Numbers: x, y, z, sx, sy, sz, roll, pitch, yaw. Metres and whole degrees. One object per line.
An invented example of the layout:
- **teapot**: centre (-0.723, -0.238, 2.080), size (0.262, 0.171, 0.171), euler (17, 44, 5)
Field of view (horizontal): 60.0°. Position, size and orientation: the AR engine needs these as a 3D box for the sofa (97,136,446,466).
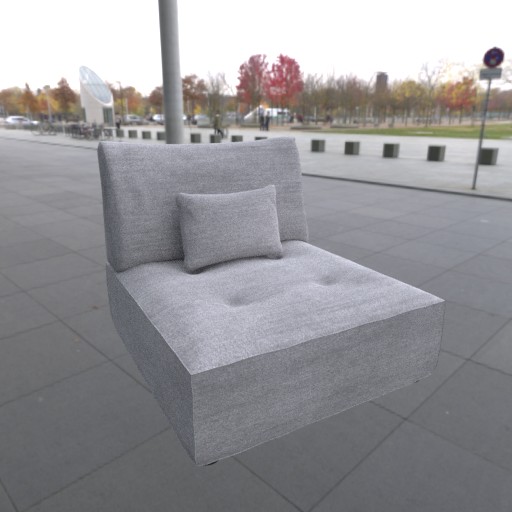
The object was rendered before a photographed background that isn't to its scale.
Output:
- **sofa**: centre (0.000, 0.000, 1.674), size (0.930, 0.820, 1.000), euler (-10, 20, -28)
